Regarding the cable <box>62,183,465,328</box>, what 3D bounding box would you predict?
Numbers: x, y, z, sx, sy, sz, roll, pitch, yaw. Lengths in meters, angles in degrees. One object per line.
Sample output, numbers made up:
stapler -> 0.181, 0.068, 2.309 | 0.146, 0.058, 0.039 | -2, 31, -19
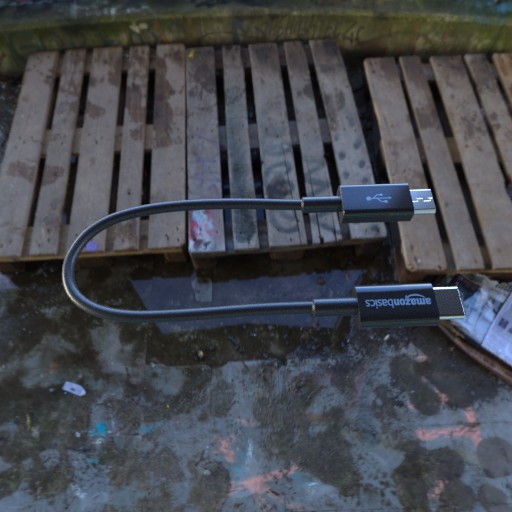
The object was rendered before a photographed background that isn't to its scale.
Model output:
cable -> 0.000, 0.000, 0.114 | 0.098, 0.006, 0.040 | -2, 62, -1
